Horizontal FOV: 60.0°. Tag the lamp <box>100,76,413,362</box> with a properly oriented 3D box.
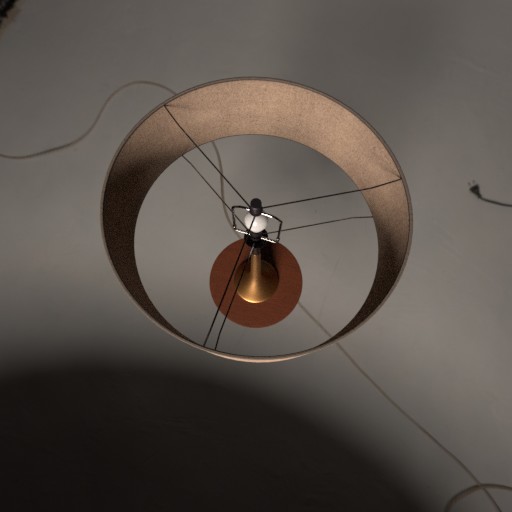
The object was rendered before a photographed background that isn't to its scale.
[{"bbox_3d":[0.000,0.000,0.845,0.417,0.551,0.396,18,76,4],"label":"lamp"}]
